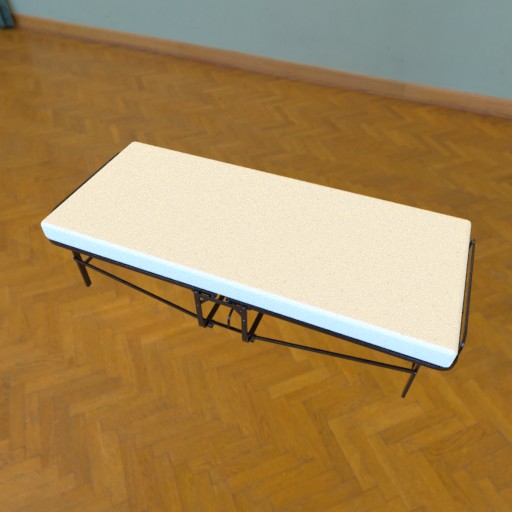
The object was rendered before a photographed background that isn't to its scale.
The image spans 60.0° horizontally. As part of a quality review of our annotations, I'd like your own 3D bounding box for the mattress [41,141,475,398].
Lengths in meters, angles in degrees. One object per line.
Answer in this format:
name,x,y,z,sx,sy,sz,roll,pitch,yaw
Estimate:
mattress,0.000,0.000,2.493,2.153,0.519,0.922,16,48,15
